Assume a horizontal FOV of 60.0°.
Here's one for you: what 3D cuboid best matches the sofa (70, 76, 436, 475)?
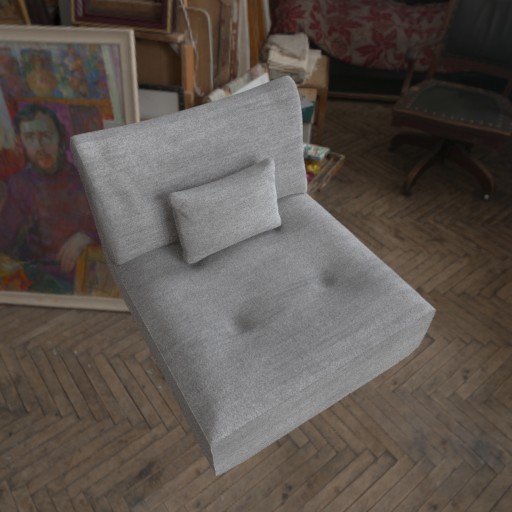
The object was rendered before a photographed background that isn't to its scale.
[{"bbox_3d":[0.000,0.000,1.660,0.930,0.820,1.000,-24,51,-21],"label":"sofa"}]
